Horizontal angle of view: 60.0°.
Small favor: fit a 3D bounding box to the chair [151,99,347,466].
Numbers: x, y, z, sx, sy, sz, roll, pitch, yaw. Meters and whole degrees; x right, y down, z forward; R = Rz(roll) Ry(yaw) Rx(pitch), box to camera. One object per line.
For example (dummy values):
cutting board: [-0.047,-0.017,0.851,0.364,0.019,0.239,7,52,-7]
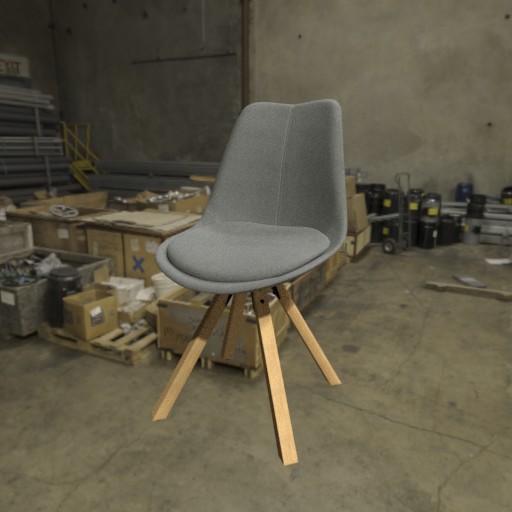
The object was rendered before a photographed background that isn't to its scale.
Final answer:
chair: [0.000,0.000,1.241,0.474,0.863,0.549,7,16,26]
